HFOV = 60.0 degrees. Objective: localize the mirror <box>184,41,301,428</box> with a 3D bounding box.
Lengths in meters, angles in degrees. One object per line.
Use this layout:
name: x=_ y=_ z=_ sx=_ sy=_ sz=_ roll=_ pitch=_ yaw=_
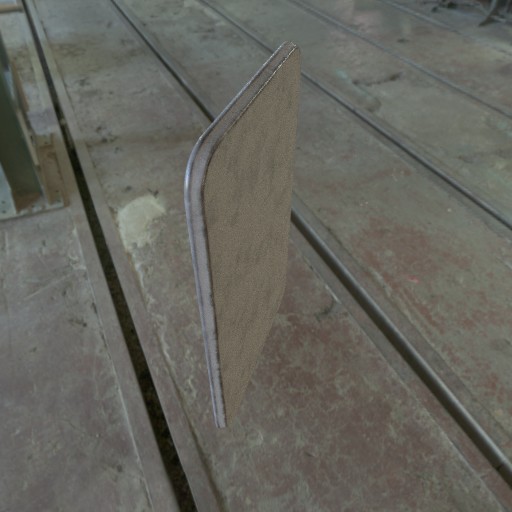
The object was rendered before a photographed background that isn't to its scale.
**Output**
mirror: x=0.000 y=0.000 z=0.896 sx=0.024 sy=0.713 sz=0.461 roll=14 pitch=46 yaw=14
